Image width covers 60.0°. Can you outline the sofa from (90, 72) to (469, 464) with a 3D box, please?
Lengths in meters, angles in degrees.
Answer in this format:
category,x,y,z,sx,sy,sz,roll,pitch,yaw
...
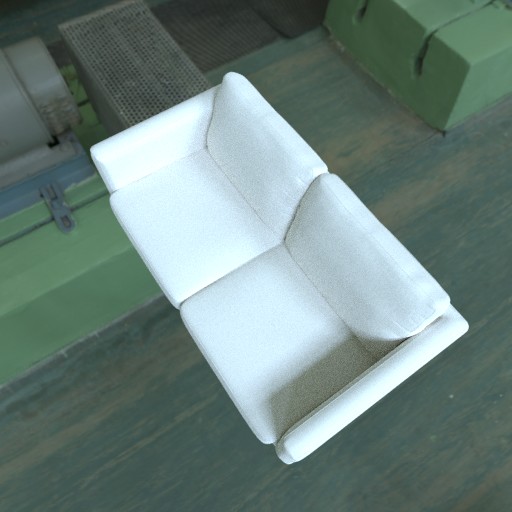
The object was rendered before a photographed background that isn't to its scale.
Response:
category,x,y,z,sx,sy,sz,roll,pitch,yaw
sofa,0.000,0.000,2.195,0.940,0.893,1.713,-32,68,-15
